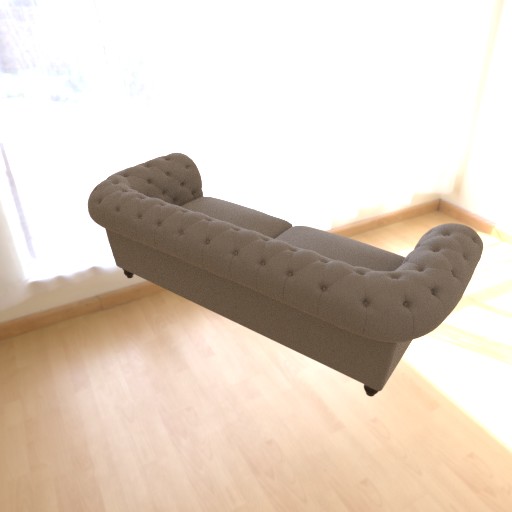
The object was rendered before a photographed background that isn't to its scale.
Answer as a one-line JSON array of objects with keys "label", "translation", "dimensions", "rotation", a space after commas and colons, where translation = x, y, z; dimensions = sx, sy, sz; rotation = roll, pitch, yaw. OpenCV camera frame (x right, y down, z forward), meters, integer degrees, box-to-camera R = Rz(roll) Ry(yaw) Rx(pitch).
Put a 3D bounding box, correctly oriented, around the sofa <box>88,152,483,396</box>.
[{"label": "sofa", "translation": [0.000, 0.000, 2.803], "dimensions": [2.411, 0.749, 0.991], "rotation": [20, 37, 30]}]
